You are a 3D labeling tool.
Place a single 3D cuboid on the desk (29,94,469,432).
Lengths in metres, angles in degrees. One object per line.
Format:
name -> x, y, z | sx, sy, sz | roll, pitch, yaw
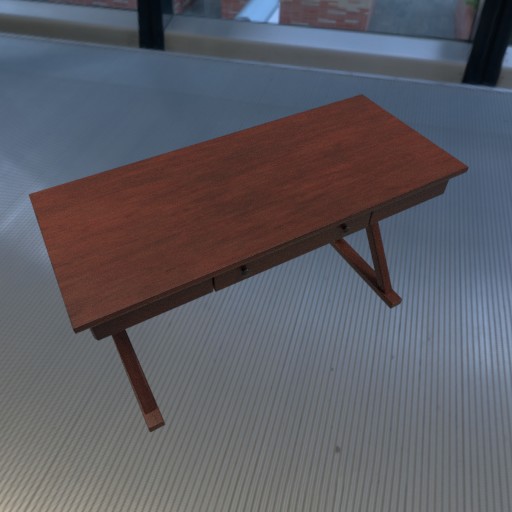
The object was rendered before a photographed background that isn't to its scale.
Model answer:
desk -> 0.000, 0.000, 1.780 | 1.372, 0.761, 0.600 | -22, 51, -19
